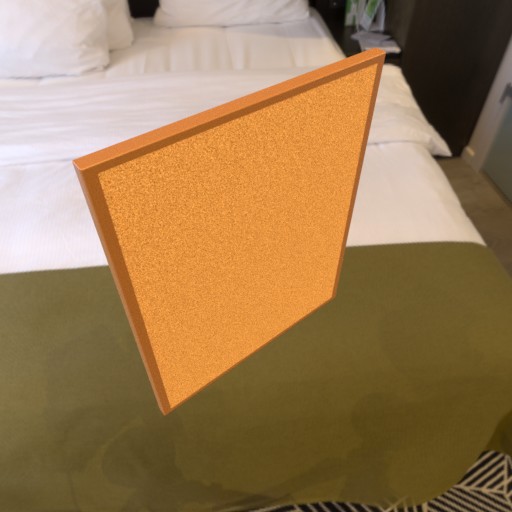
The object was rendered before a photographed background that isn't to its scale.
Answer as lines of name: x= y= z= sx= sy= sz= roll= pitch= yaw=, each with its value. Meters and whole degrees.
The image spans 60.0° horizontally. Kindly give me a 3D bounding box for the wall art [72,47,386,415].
wall art: x=0.000 y=0.000 z=0.500 sx=0.310 sy=0.379 sz=0.015 roll=-30 pitch=53 yaw=-26
